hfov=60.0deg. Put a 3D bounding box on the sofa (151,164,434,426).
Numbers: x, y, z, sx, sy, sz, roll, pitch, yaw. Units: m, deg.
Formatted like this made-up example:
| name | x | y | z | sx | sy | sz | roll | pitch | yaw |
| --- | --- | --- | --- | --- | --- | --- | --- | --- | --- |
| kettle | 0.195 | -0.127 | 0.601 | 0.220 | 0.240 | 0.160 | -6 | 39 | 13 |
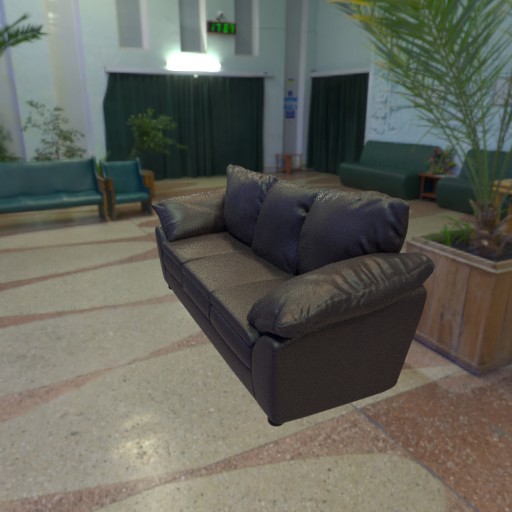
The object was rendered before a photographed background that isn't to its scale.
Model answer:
| name | x | y | z | sx | sy | sz | roll | pitch | yaw |
| --- | --- | --- | --- | --- | --- | --- | --- | --- | --- |
| sofa | 0.000 | 0.000 | 2.974 | 0.907 | 1.091 | 2.390 | -8 | 20 | -24 |
